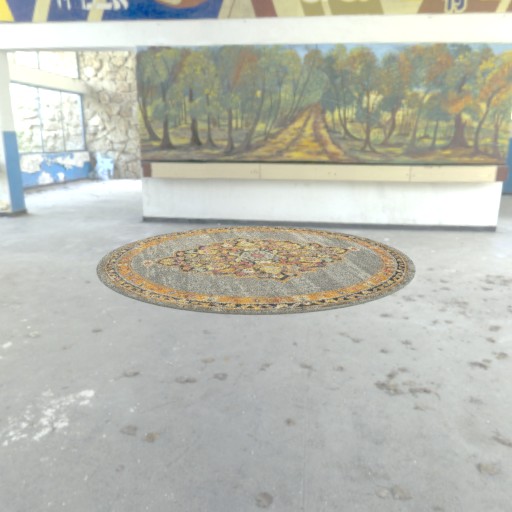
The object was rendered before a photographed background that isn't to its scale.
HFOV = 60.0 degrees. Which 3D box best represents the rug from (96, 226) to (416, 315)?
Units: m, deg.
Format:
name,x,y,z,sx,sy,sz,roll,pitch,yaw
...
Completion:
name,x,y,z,sx,sy,sz,roll,pitch,yaw
rug,0.000,0.000,3.495,2.382,0.014,2.382,0,15,0
